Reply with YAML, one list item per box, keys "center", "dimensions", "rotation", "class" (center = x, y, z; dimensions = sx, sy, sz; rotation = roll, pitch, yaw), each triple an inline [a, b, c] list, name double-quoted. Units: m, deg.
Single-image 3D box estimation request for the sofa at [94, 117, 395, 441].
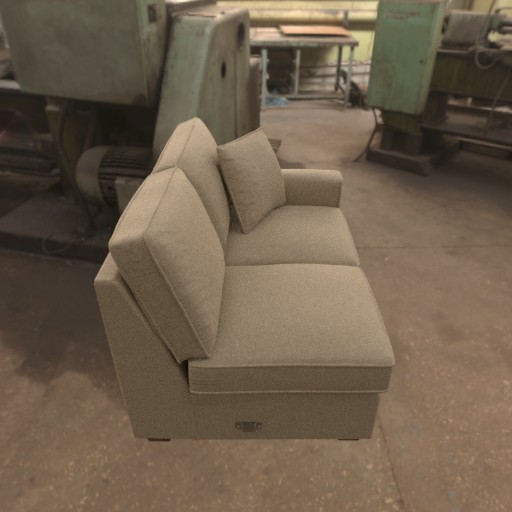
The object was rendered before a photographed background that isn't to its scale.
- center: [0.000, 0.000, 2.077]
  dimensions: [0.991, 0.989, 1.388]
  rotation: [0, 33, 0]
  class: "sofa"
